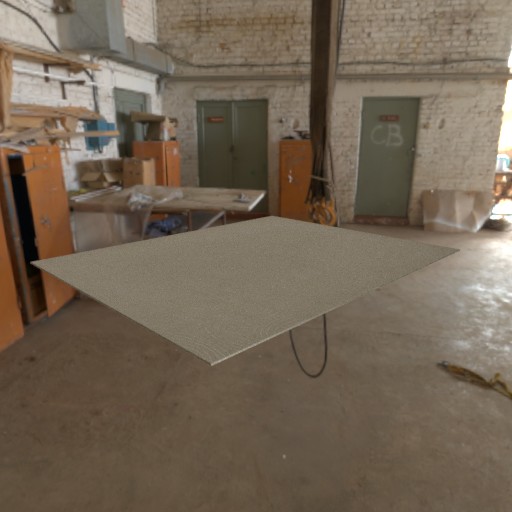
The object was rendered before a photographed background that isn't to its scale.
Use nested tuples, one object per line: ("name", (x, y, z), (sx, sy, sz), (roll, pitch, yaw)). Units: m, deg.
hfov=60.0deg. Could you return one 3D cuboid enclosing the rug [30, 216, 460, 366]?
("rug", (0.000, 0.000, 3.399), (2.584, 0.011, 2.073), (-15, 22, -43))
